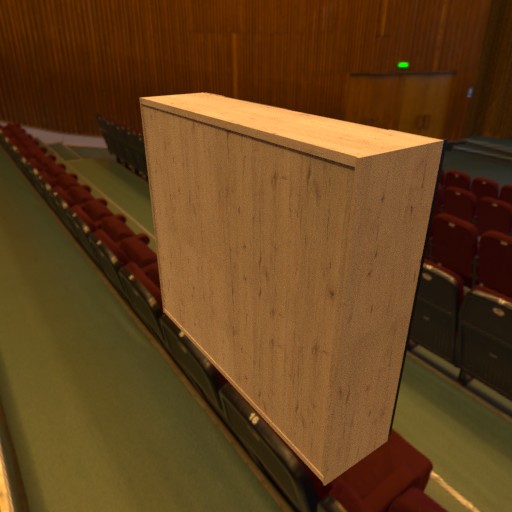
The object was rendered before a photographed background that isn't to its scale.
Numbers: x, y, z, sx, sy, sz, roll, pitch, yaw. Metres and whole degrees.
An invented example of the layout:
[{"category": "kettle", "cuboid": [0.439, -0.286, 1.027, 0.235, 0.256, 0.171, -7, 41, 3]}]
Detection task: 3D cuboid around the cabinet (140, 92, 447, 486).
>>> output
[{"category": "cabinet", "cuboid": [0.000, 0.000, 3.518, 0.660, 2.180, 2.500, -18, 32, -31]}]
